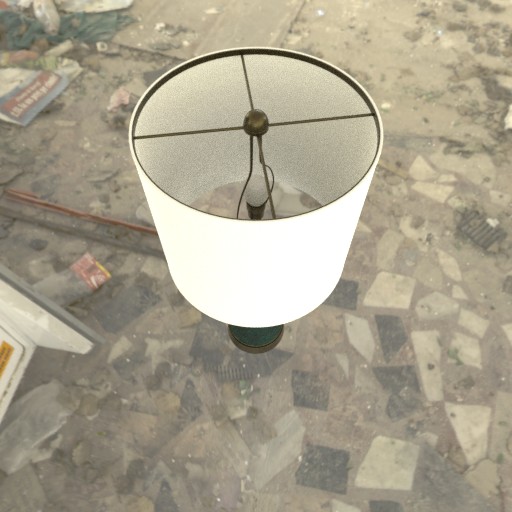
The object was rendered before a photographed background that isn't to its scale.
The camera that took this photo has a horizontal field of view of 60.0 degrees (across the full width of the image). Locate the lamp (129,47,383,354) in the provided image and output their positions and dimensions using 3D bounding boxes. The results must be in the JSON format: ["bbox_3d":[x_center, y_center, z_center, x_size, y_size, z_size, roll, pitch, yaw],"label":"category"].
[{"bbox_3d":[0.000,0.000,0.784,0.301,0.630,0.301,33,63,19],"label":"lamp"}]
